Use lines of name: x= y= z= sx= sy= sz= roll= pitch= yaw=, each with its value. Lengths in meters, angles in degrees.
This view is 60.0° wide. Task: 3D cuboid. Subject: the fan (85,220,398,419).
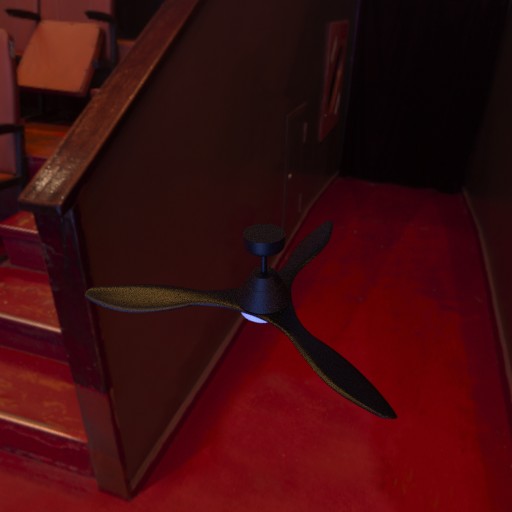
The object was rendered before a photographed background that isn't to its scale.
fan: x=0.000 y=0.000 z=1.624 sx=1.067 sy=0.305 sz=1.067 roll=9 pitch=32 yaw=15
